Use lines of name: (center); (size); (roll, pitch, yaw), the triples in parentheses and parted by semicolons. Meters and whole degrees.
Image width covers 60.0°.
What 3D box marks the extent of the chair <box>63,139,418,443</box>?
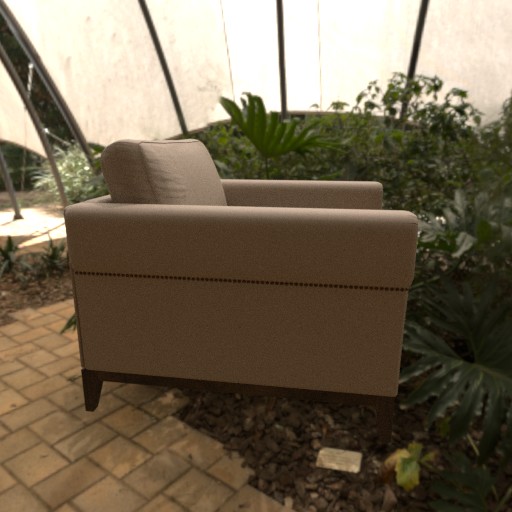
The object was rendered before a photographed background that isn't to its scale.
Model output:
chair: (0.000, 0.000, 1.641); (0.959, 0.838, 0.914); (2, 15, 9)
